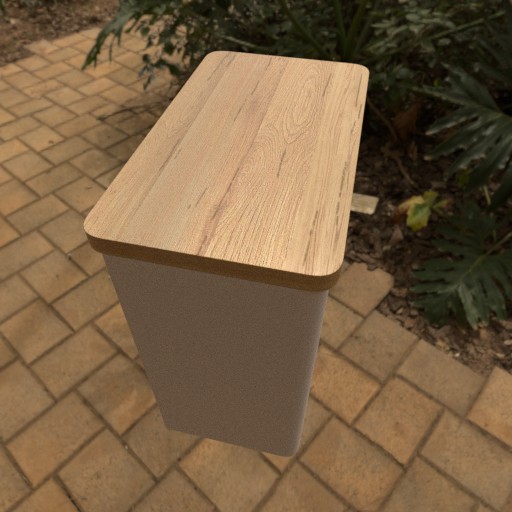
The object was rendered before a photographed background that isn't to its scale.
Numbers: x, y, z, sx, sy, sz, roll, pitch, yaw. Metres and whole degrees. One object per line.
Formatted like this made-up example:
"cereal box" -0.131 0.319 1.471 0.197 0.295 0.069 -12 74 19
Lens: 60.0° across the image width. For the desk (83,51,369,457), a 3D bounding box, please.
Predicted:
"desk" 0.000 0.000 1.239 0.440 0.790 0.760 10 48 9
